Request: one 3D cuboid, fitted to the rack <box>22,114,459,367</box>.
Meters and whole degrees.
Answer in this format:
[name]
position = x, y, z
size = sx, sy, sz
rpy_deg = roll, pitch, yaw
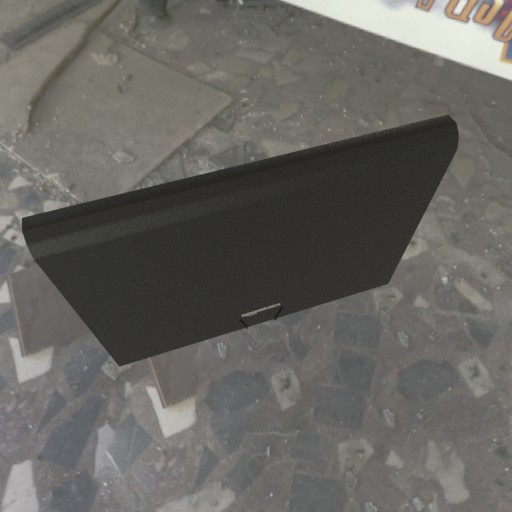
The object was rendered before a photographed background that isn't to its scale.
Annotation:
[rack]
position = 0.000, 0.000, 0.426
size = 0.330, 0.241, 0.041
rpy_deg = -16, 59, -10
